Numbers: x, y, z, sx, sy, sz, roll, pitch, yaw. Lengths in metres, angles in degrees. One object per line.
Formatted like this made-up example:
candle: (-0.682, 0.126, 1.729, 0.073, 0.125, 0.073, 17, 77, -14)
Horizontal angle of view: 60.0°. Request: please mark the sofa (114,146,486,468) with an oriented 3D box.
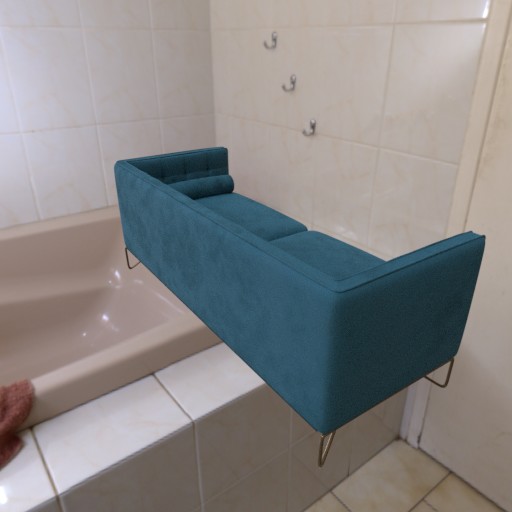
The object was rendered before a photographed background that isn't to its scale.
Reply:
sofa: (0.000, 0.000, 2.489, 0.867, 0.789, 2.087, -17, 30, -31)
